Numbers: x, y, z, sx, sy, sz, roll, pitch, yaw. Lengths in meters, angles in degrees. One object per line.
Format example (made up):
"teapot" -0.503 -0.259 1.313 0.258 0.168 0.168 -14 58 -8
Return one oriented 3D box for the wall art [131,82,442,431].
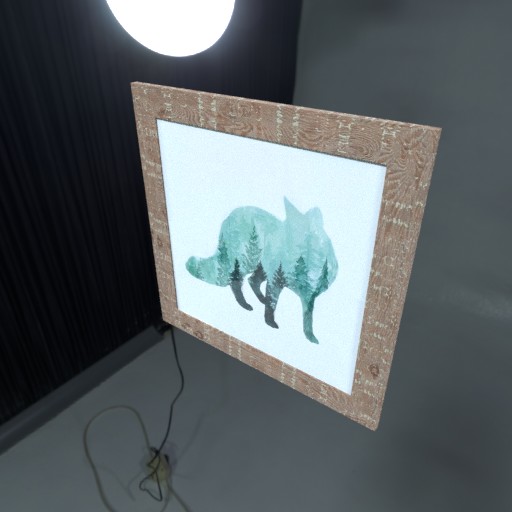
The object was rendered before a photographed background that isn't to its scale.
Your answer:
"wall art" 0.000 0.000 0.570 0.384 0.384 0.012 20 36 30
